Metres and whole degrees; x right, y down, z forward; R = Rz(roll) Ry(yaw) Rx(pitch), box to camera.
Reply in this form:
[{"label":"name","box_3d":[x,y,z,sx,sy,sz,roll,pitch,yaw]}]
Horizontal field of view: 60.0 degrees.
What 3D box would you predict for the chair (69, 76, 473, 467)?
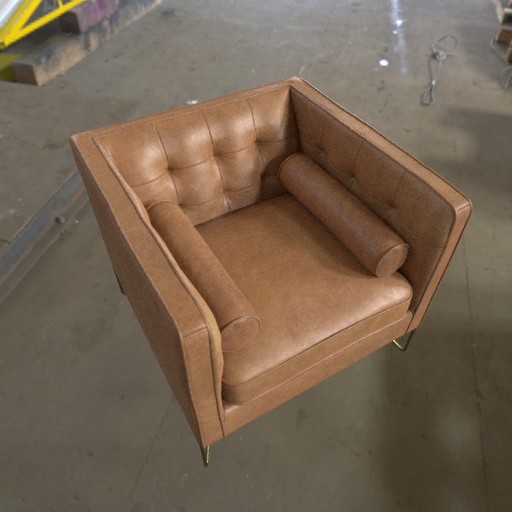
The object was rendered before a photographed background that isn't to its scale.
[{"label":"chair","box_3d":[0.000,0.000,1.601,0.920,0.797,0.912,-23,50,-20]}]
